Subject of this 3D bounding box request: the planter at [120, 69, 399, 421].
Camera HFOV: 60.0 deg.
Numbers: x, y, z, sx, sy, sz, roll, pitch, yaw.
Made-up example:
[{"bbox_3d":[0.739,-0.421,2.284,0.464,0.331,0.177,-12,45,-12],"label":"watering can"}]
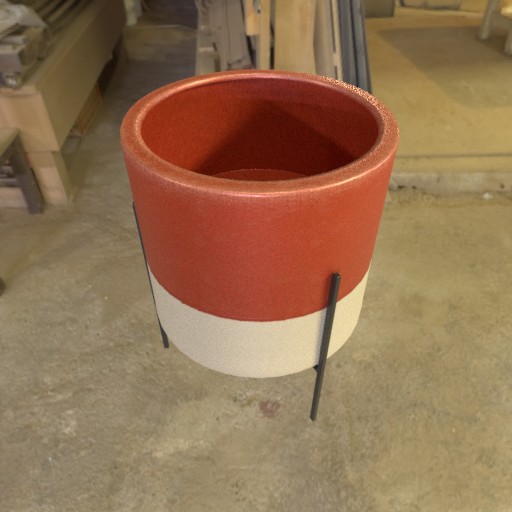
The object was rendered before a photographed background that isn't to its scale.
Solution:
[{"bbox_3d":[0.000,0.000,0.707,0.354,0.465,0.345,-1,42,-1],"label":"planter"}]
